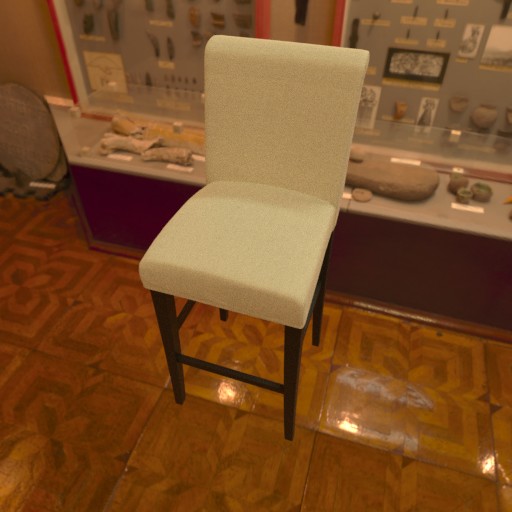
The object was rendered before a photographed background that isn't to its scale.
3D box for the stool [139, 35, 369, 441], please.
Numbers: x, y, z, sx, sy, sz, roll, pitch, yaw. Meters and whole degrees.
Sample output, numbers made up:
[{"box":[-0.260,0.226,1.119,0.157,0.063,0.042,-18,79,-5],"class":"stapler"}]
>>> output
[{"box":[0.000,0.000,1.398,0.452,1.124,0.597,13,43,14],"class":"stool"}]
